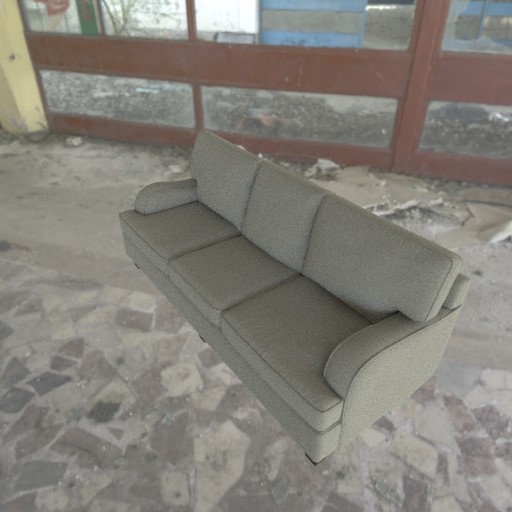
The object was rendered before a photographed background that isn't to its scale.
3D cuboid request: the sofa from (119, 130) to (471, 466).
[{"bbox_3d":[0.000,0.000,2.881,1.016,0.997,2.323,-22,39,-30],"label":"sofa"}]
